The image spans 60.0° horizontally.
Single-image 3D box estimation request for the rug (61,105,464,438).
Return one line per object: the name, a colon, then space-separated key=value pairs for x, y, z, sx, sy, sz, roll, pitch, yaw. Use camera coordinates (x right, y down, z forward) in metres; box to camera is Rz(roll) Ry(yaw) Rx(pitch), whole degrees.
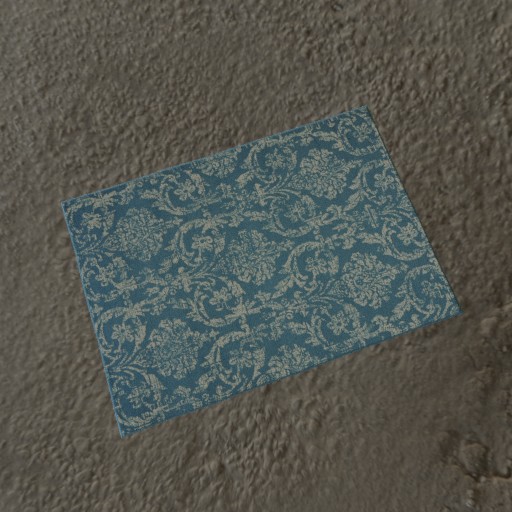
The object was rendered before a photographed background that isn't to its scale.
rug: x=0.000 y=0.000 z=2.857 sx=2.205 sy=0.012 sz=1.554 roll=-19 pitch=76 yaw=-5
